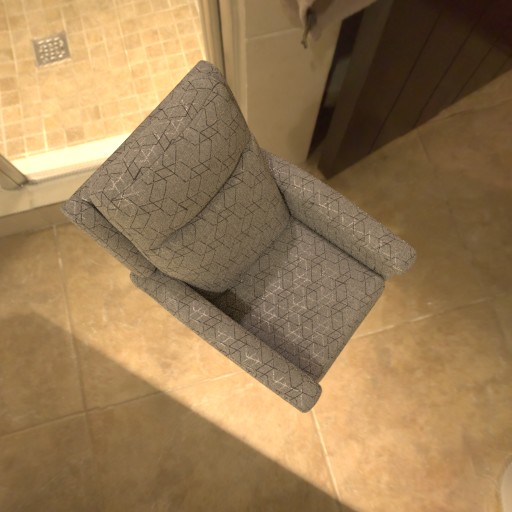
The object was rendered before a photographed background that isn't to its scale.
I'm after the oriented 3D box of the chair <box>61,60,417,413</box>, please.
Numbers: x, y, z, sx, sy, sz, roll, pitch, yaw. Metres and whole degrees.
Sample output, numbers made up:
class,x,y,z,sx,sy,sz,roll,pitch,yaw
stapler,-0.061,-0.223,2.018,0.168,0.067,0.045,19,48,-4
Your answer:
class,x,y,z,sx,sy,sz,roll,pitch,yaw
chair,0.000,0.000,1.732,0.987,1.048,0.753,37,78,9
